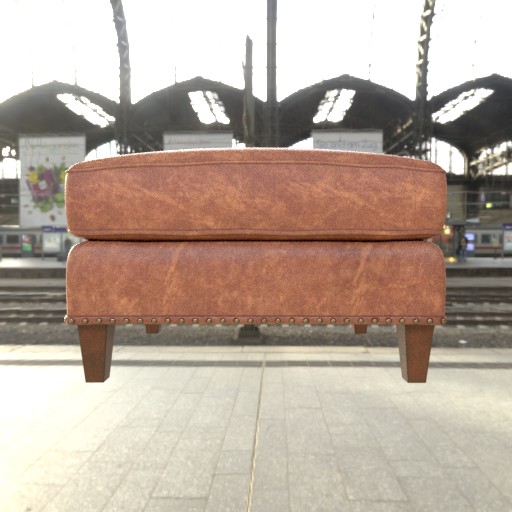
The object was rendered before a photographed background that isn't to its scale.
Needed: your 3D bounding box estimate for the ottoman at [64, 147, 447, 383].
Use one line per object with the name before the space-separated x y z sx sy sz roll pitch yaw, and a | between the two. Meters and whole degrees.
ottoman | 0.000 0.000 1.122 0.742 0.486 0.586 0 2 0
